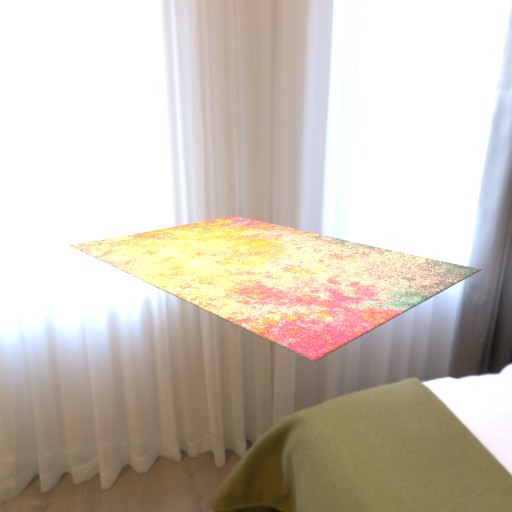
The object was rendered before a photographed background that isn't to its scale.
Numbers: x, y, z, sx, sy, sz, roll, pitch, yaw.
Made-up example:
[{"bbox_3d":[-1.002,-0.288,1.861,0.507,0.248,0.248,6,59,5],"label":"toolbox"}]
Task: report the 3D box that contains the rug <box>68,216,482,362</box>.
[{"bbox_3d":[0.000,0.000,3.715,2.007,0.013,2.896,-15,22,-41],"label":"rug"}]
